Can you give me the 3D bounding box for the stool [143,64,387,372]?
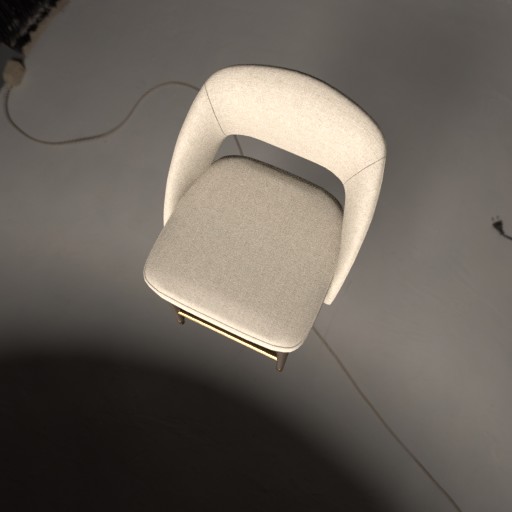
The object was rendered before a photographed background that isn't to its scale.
[{"bbox_3d":[0.000,0.000,1.311,0.494,1.037,0.509,24,76,7],"label":"stool"}]
